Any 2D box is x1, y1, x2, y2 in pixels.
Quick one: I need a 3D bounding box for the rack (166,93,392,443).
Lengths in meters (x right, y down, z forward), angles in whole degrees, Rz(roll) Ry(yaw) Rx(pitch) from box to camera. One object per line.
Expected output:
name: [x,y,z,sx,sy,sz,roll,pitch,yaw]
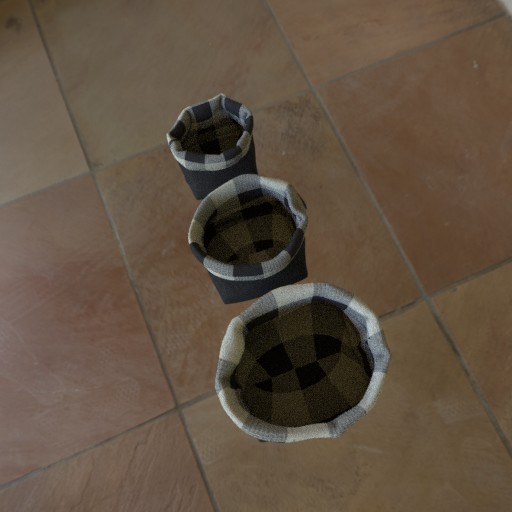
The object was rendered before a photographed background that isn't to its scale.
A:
rack: [0.000,0.000,1.096,0.370,0.329,0.889,-20,75,-5]
